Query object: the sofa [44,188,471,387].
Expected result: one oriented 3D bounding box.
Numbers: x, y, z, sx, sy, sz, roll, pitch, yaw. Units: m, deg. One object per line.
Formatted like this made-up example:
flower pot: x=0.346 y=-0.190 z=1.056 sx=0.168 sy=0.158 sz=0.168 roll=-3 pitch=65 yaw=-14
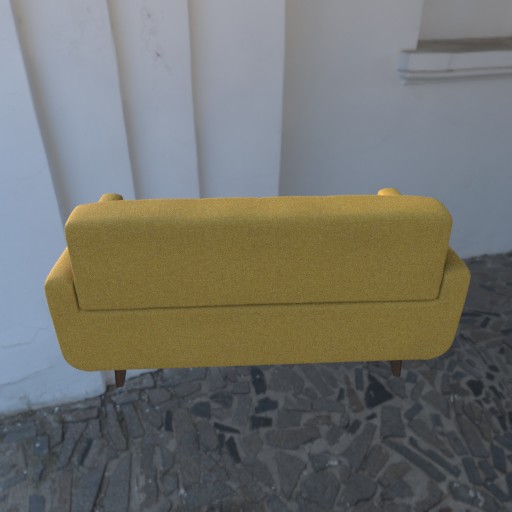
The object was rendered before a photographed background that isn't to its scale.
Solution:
sofa: x=0.000 y=0.000 z=2.128 sx=1.631 sy=0.841 sz=0.909 roll=-1 pitch=30 yaw=-3
